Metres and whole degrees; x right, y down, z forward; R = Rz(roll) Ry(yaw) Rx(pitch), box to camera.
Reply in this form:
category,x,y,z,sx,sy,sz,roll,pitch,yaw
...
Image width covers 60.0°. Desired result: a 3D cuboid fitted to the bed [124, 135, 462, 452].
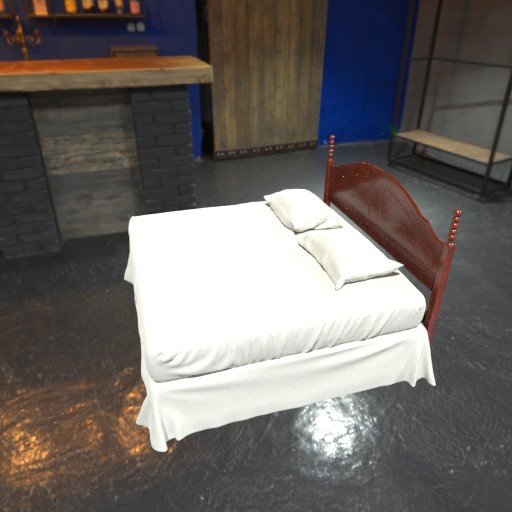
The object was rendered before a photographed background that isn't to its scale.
category,x,y,z,sx,sy,sz,roll,pitch,yaw
bed,0.000,0.000,3.666,2.219,1.355,2.322,-9,31,-14
